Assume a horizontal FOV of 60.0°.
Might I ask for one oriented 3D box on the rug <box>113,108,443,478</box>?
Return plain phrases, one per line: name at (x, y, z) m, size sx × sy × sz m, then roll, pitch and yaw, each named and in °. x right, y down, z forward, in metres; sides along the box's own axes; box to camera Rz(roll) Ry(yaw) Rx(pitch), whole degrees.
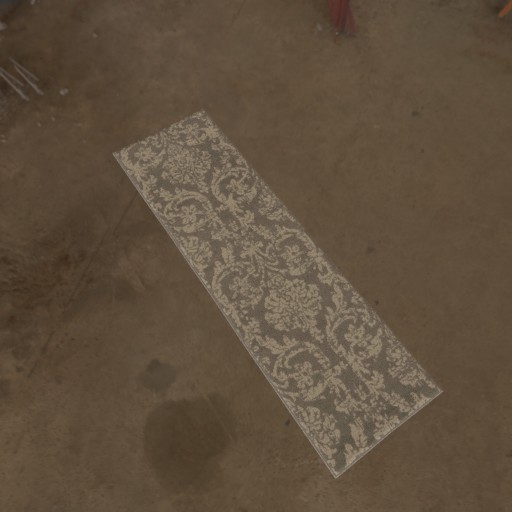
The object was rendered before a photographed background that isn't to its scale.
rug at (0.000, 0.000, 2.433) m, size 0.662 × 0.011 × 2.196 m, roll -32°, pitch 68°, yaw -15°
